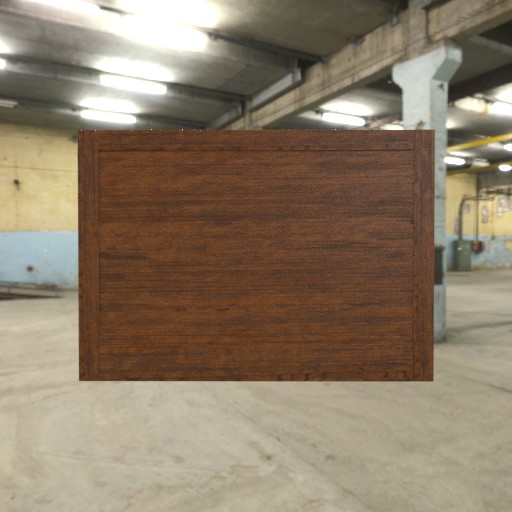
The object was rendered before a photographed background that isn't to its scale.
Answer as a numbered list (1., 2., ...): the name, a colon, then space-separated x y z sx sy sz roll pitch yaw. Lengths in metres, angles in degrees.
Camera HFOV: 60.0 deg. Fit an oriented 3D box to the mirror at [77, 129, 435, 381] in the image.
1. mirror: 0.000 0.000 0.984 0.758 0.537 0.084 0 1 0
